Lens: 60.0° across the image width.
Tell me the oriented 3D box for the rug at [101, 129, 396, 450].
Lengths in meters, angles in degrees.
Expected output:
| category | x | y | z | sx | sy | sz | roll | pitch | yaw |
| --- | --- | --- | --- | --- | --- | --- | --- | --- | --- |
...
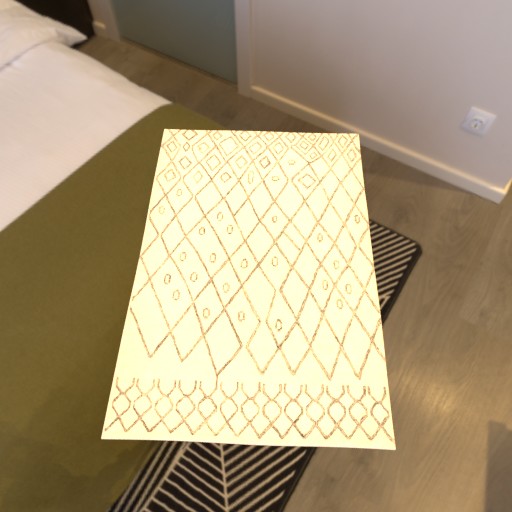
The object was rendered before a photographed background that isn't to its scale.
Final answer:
| category | x | y | z | sx | sy | sz | roll | pitch | yaw |
| --- | --- | --- | --- | --- | --- | --- | --- | --- | --- |
| rug | 0.000 | 0.000 | 2.306 | 1.222 | 0.015 | 1.828 | 2 | 59 | 1 |
